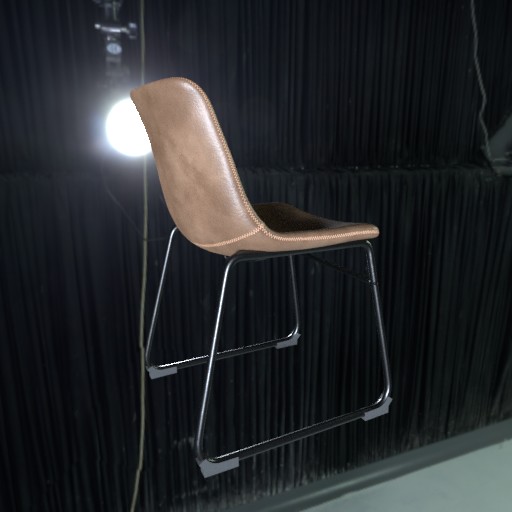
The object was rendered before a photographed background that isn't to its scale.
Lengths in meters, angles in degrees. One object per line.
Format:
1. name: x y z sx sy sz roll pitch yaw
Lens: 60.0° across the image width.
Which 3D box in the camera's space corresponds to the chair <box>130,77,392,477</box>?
1. chair: 0.000 0.000 1.112 0.551 0.780 0.460 -7 17 -26
